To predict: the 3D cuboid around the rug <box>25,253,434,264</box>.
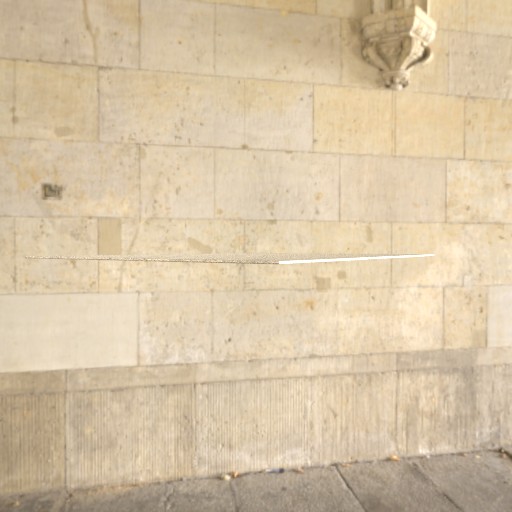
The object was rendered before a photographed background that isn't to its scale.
[{"bbox_3d":[0.000,0.000,4.133,2.447,0.014,3.061,1,1,35],"label":"rug"}]
